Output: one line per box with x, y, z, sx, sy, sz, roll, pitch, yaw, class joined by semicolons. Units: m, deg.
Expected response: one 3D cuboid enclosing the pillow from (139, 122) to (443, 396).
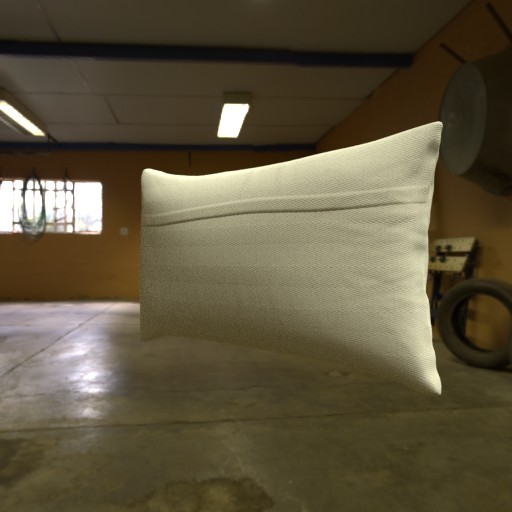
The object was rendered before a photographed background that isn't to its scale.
0.000;0.000;0.634;0.506;0.305;0.139;0;0;37;pillow
